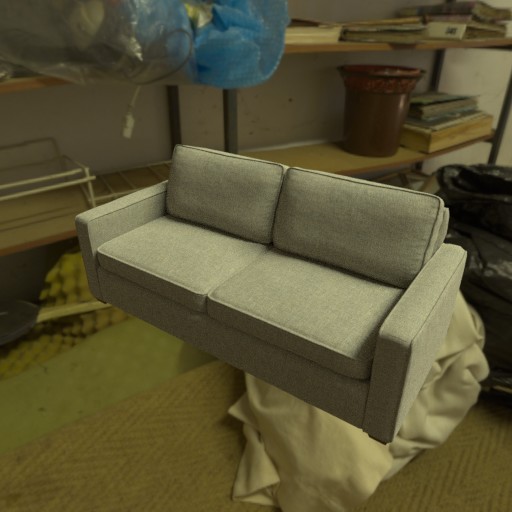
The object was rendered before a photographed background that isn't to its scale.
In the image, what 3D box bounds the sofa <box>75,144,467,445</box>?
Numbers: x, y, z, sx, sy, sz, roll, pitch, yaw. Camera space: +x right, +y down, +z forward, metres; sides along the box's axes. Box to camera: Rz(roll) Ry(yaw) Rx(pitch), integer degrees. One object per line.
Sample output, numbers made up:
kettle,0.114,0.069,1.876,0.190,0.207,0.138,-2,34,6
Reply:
sofa,0.000,0.000,2.548,2.078,0.918,0.945,18,34,30
